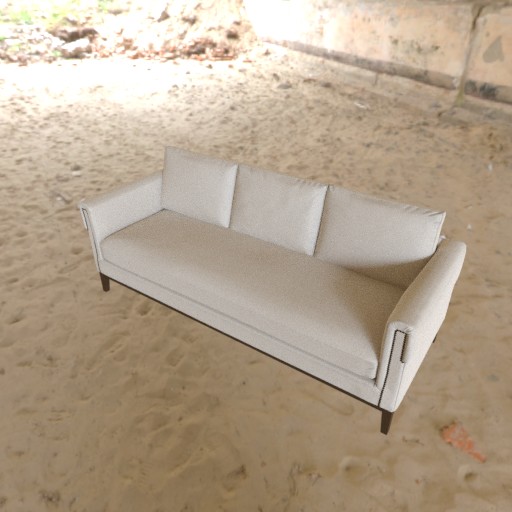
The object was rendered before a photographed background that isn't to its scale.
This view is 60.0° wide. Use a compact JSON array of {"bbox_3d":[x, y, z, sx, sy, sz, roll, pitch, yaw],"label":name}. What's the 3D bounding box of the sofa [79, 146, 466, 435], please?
[{"bbox_3d":[0.000,0.000,2.736,2.198,0.911,0.902,20,36,29],"label":"sofa"}]
